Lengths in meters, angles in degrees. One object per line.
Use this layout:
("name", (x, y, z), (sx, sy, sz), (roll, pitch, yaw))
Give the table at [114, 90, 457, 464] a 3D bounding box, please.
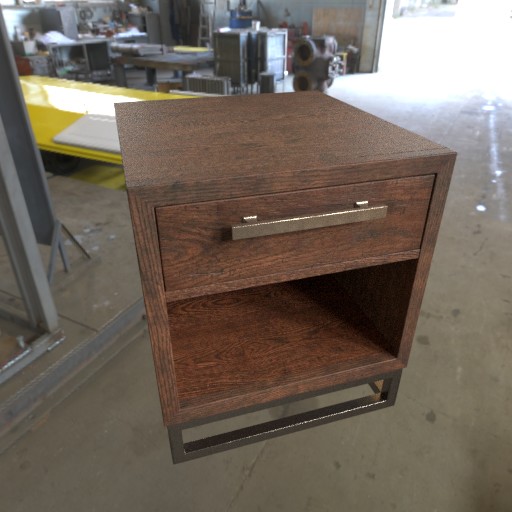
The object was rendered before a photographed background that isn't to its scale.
("table", (0.000, 0.000, 0.991), (0.506, 0.582, 0.566), (-9, 32, -15))
